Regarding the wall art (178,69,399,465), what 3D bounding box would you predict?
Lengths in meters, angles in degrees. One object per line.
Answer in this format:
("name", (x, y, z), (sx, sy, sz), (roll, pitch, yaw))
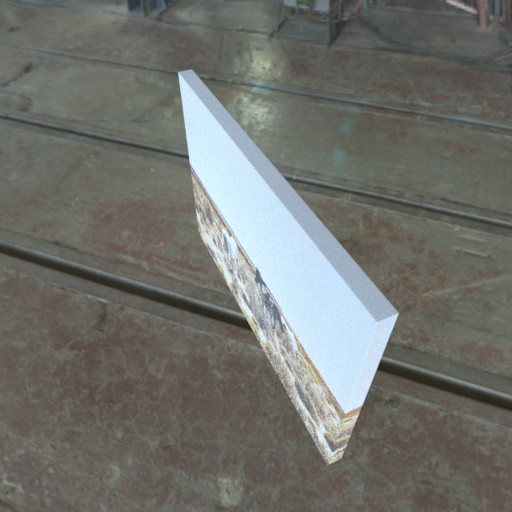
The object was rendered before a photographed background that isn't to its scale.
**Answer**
("wall art", (0.000, 0.000, 1.444), (0.051, 0.761, 1.138), (-19, 50, -17))
